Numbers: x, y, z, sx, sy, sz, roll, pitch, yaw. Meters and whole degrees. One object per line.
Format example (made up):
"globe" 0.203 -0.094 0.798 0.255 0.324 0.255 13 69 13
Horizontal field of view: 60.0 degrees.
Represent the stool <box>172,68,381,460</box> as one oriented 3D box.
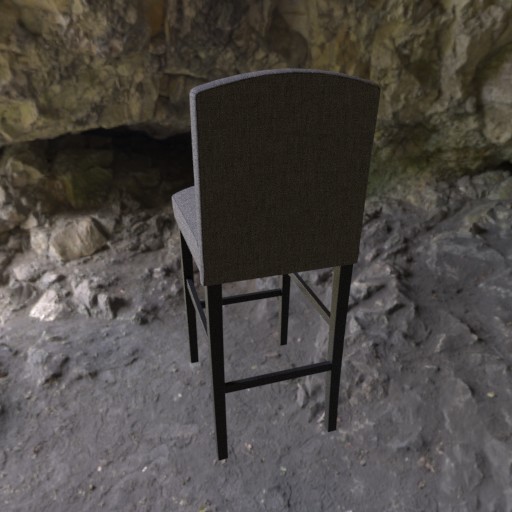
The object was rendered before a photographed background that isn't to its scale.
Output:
"stool" 0.000 0.000 1.426 0.451 1.138 0.552 -8 27 -16
